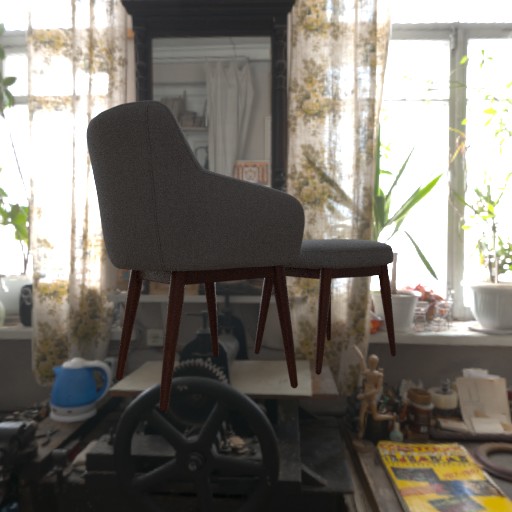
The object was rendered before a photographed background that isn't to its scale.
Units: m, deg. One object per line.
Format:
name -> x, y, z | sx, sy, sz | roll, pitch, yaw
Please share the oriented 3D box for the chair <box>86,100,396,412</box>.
chair -> 0.000, 0.000, 1.546 | 1.107, 0.799, 0.584 | -1, 2, -37
